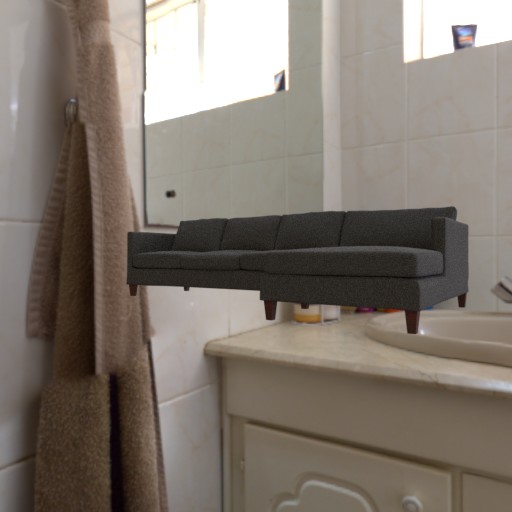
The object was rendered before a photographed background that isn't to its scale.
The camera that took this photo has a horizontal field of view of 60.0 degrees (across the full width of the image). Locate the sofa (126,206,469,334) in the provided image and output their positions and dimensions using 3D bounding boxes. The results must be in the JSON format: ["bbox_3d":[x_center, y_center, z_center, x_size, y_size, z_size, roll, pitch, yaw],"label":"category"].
[{"bbox_3d":[0.000,0.000,3.896,3.186,0.846,1.625,0,0,34],"label":"sofa"}]
